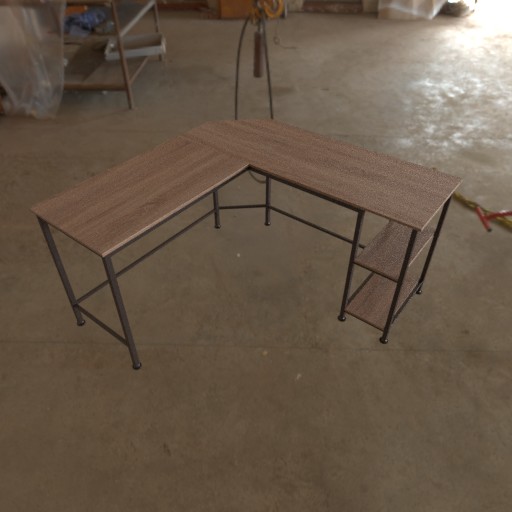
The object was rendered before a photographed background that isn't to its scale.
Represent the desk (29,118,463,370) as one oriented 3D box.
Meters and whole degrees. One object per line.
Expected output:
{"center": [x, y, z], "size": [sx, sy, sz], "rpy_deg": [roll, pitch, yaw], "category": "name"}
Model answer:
{"center": [0.000, 0.000, 2.215], "size": [1.379, 0.739, 1.379], "rpy_deg": [27, 47, 28], "category": "desk"}
